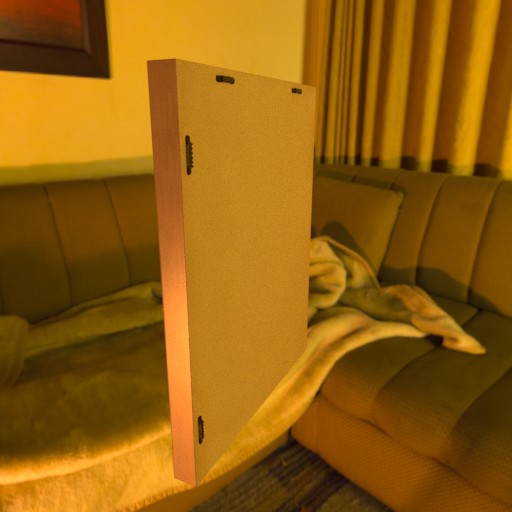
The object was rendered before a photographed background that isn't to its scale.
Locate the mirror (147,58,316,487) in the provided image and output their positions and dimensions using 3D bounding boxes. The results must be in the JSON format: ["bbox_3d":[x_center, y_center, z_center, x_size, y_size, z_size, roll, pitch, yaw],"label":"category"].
[{"bbox_3d":[0.000,0.000,0.677,0.041,0.509,0.406,8,19,25],"label":"mirror"}]
